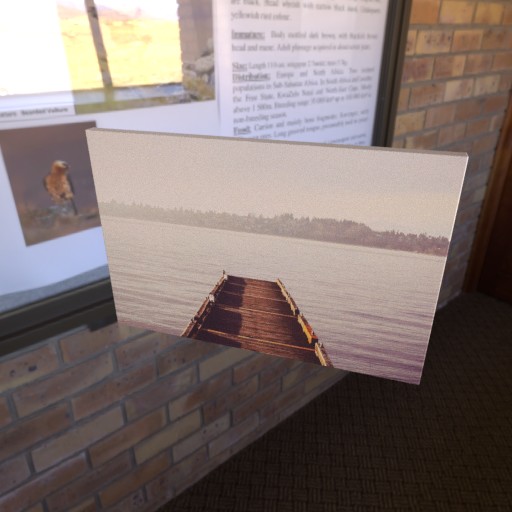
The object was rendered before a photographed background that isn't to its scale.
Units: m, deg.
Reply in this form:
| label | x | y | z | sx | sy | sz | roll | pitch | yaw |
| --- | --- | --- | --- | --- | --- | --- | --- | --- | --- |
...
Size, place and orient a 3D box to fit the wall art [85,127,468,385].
| label | x | y | z | sx | sy | sz | roll | pitch | yaw |
| --- | --- | --- | --- | --- | --- | --- | --- | --- | --- |
| wall art | 0.000 | 0.000 | 1.174 | 0.916 | 0.609 | 0.037 | 8 | 28 | 16 |
